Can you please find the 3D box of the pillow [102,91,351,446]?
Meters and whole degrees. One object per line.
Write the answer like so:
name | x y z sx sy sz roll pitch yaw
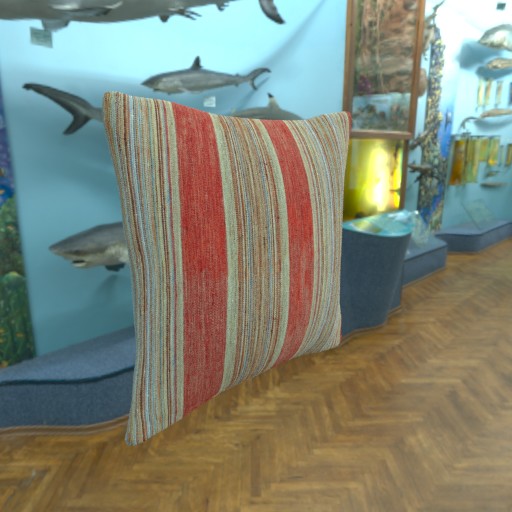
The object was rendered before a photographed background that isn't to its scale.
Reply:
pillow | 0.000 0.000 0.640 0.437 0.419 0.136 -13 19 -42
